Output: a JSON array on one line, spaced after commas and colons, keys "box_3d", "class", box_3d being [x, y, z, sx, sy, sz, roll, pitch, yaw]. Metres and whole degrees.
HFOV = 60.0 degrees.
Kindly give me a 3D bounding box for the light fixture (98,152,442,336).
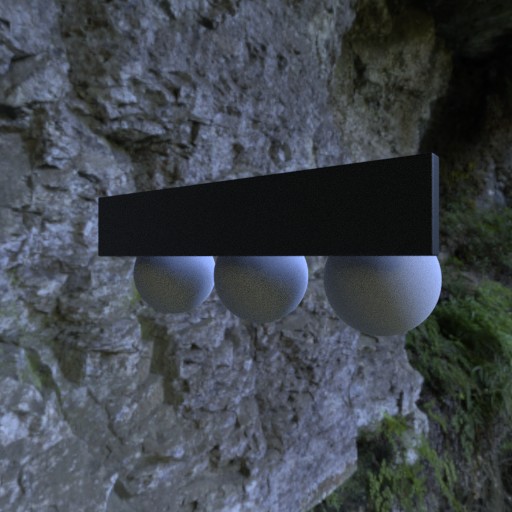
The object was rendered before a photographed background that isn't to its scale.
[{"box_3d": [0.000, 0.000, 0.865, 0.721, 0.263, 0.218, 0, 0, 37], "class": "light fixture"}]
